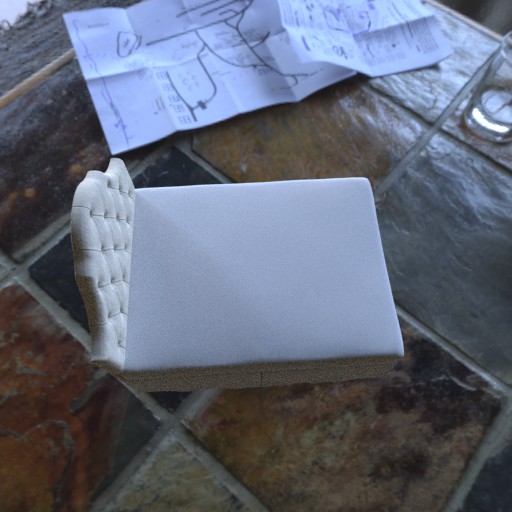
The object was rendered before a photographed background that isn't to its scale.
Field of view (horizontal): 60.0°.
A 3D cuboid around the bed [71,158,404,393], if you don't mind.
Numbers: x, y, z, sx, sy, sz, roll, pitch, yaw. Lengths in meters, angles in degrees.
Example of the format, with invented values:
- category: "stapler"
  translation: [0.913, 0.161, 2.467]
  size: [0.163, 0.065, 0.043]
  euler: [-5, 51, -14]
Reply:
- category: "bed"
  translation: [0.000, 0.000, 3.241]
  size: [2.092, 1.575, 1.627]
  euler: [-3, 65, -1]
